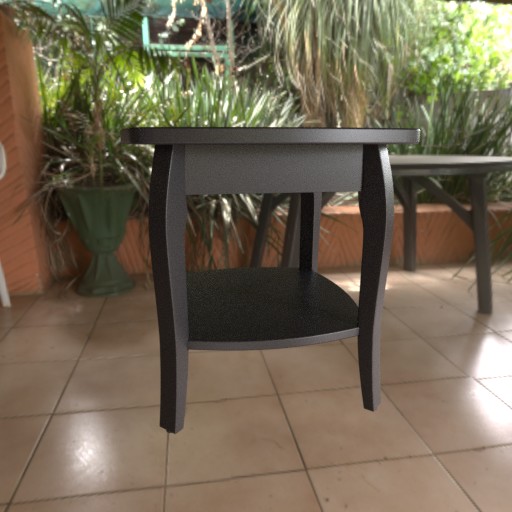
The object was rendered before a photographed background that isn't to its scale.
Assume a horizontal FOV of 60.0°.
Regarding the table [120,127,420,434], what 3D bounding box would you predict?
[{"bbox_3d":[0.000,0.000,0.843,0.457,0.457,0.508,-3,15,-10],"label":"table"}]
